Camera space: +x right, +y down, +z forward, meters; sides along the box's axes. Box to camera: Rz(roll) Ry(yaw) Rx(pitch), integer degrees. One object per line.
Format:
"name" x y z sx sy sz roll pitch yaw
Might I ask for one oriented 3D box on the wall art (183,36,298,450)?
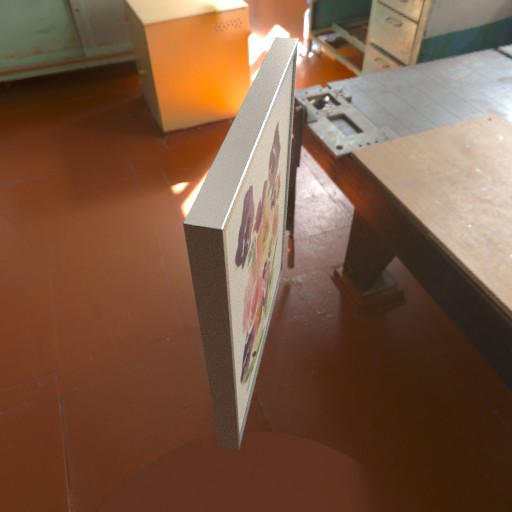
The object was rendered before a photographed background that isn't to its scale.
"wall art" 0.000 0.000 0.757 0.038 0.549 0.452 9 48 9
